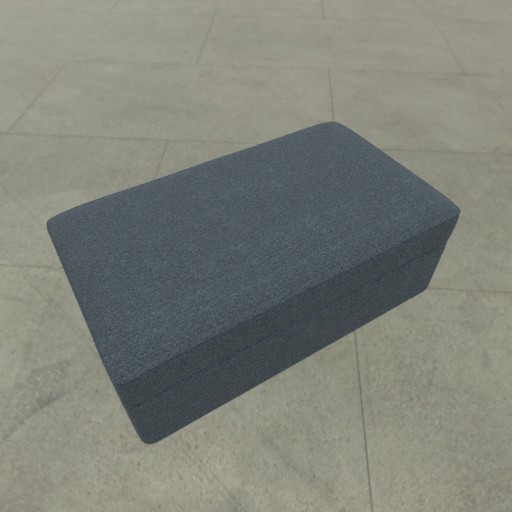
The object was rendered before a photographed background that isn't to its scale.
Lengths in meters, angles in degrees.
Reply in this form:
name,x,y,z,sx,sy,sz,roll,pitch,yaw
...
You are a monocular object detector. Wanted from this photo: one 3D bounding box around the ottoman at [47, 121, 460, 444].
name,x,y,z,sx,sy,sz,roll,pitch,yaw
ottoman,0.000,0.000,1.549,1.173,0.494,0.681,-24,51,-21
